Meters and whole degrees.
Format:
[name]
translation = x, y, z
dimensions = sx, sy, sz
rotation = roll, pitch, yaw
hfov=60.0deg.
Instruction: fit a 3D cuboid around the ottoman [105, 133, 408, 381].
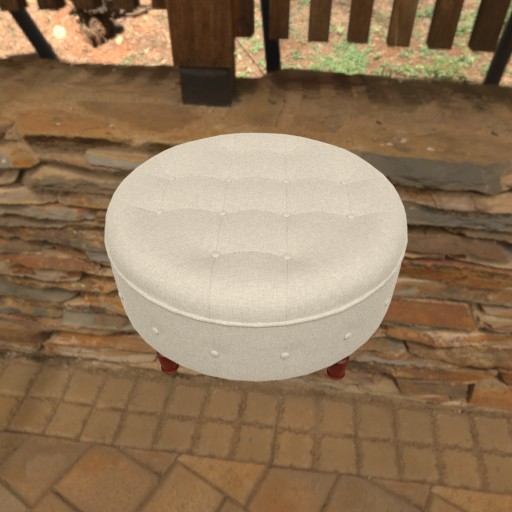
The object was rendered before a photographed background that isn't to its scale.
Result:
[ottoman]
translation = 0.000, 0.000, 1.389
dimensions = 0.850, 0.483, 0.850
rotation = 0, 41, 0
